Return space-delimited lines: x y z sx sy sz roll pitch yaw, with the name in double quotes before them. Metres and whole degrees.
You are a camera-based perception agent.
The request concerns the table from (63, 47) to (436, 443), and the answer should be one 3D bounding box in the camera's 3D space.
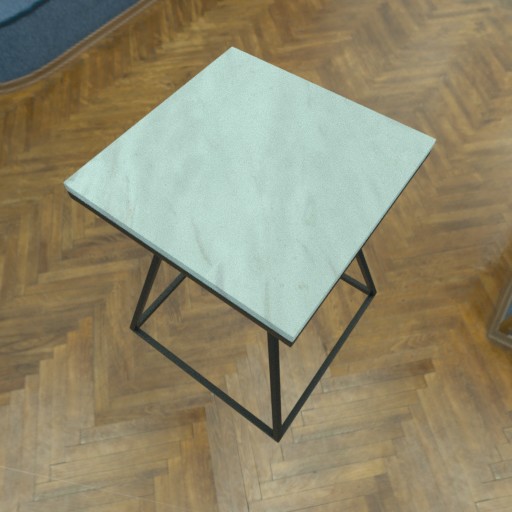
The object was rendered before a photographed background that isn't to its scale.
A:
"table" 0.000 0.000 0.909 0.455 0.559 0.455 32 64 18
